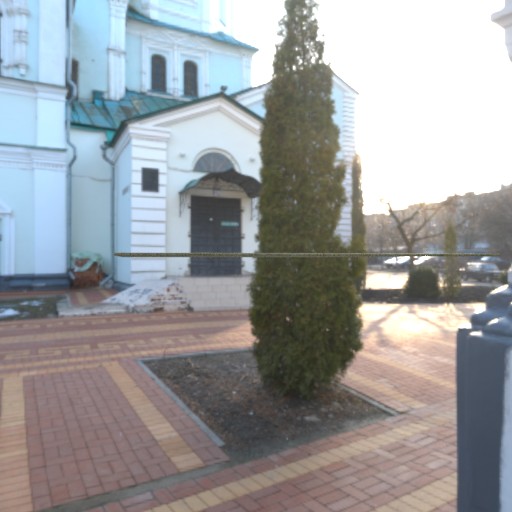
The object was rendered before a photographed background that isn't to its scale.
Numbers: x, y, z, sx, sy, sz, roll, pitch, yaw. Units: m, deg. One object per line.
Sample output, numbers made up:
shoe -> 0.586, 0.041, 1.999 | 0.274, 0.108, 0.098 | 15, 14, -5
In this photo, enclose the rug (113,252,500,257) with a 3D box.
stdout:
rug -> 0.000, 0.000, 4.111 | 2.425, 0.016, 3.198 | 0, 0, -16
